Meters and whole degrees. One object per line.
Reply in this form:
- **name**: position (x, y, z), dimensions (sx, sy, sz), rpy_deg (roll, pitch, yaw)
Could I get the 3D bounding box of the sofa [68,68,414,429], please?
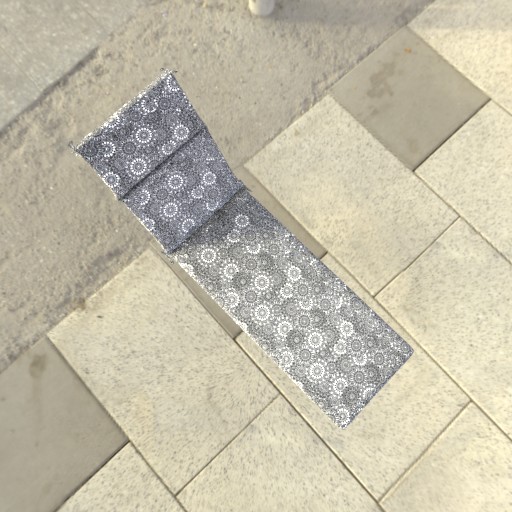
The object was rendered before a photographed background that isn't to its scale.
- **sofa**: position (0.000, 0.000, 1.982), dimensions (0.582, 0.622, 1.663), rpy_deg (-44, 80, -10)
